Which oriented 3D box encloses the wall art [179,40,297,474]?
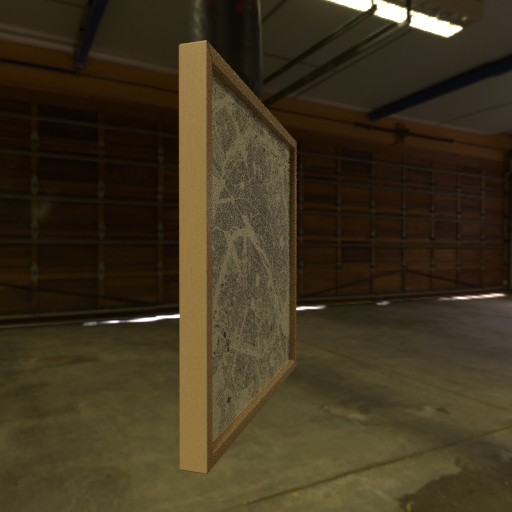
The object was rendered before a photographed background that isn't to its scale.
[{"bbox_3d":[0.000,0.000,0.767,0.036,0.509,0.509,0,1,17],"label":"wall art"}]
